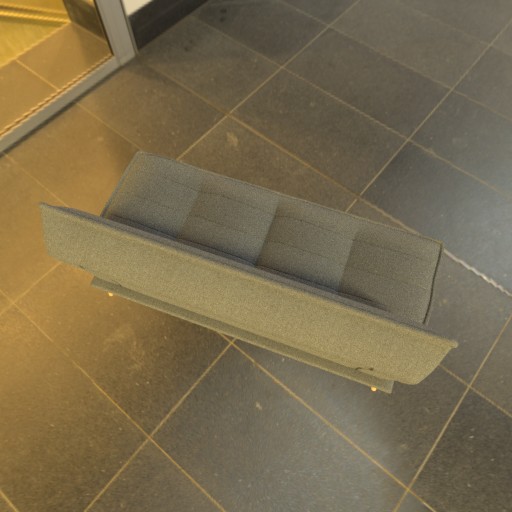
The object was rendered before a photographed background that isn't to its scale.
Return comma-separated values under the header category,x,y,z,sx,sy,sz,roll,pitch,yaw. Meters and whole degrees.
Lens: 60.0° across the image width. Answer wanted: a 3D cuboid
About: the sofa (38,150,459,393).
category,x,y,z,sx,sy,sz,roll,pitch,yaw
sofa,0.000,0.000,2.418,1.940,0.890,0.950,18,65,9
